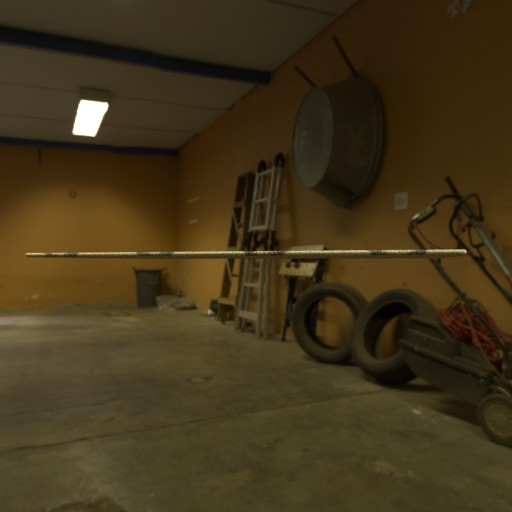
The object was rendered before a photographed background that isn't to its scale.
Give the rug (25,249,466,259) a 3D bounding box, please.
[{"bbox_3d":[0.000,0.000,2.896,2.348,0.024,1.501,0,-1,19],"label":"rug"}]
